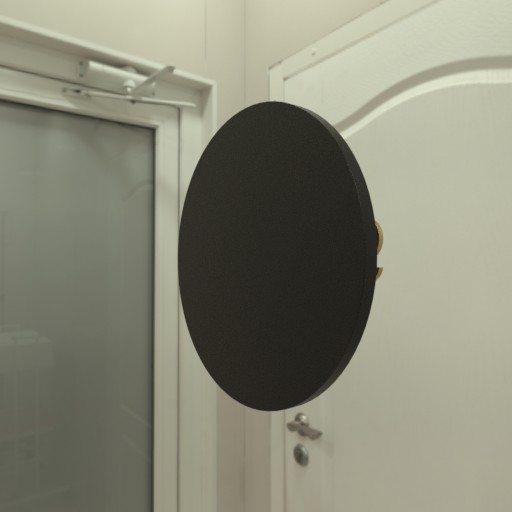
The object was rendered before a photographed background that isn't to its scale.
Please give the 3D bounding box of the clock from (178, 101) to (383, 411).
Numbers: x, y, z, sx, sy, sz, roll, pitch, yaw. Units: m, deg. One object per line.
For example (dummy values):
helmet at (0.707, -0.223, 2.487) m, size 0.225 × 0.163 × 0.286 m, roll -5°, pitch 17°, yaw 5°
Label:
clock at (0.000, 0.000, 0.684) m, size 0.038 × 0.454 × 0.454 m, roll 1°, pitch -2°, yaw -37°
